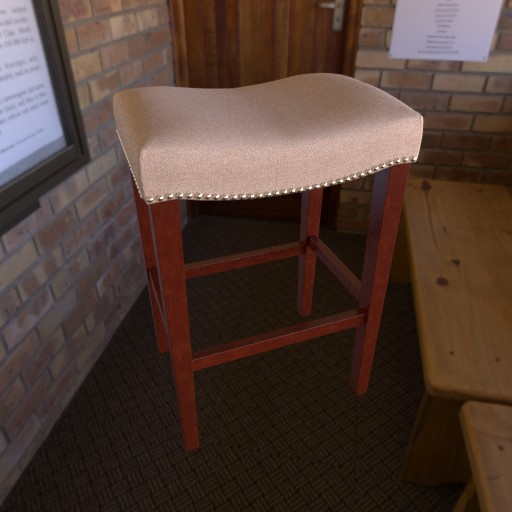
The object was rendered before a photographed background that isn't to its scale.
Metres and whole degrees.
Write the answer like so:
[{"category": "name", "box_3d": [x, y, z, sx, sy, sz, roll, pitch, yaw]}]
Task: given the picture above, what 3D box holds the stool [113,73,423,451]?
[{"category": "stool", "box_3d": [0.000, 0.000, 1.024, 0.504, 0.742, 0.372, -12, 35, -17]}]
